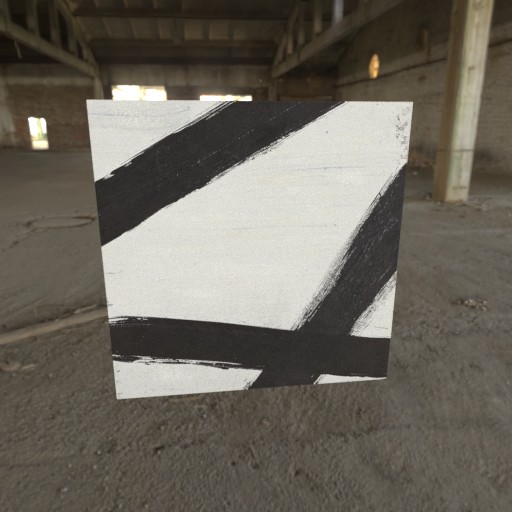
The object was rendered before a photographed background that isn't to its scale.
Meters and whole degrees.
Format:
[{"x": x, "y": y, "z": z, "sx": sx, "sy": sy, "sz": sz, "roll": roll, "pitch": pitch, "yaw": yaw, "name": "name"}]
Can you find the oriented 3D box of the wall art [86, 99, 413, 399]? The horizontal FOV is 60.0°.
[{"x": 0.000, "y": 0.000, "z": 1.159, "sx": 0.765, "sy": 0.765, "sz": 0.046, "roll": -2, "pitch": 17, "yaw": -7, "name": "wall art"}]
